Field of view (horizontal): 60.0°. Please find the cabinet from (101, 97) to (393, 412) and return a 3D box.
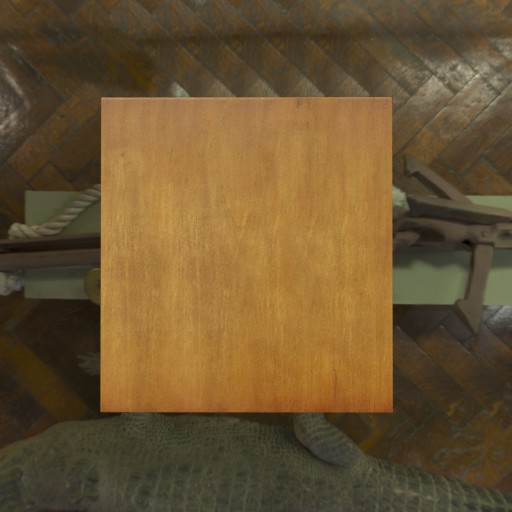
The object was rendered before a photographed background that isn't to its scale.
[{"bbox_3d":[0.000,0.000,0.864,0.401,0.579,0.409,0,90,0],"label":"cabinet"}]
